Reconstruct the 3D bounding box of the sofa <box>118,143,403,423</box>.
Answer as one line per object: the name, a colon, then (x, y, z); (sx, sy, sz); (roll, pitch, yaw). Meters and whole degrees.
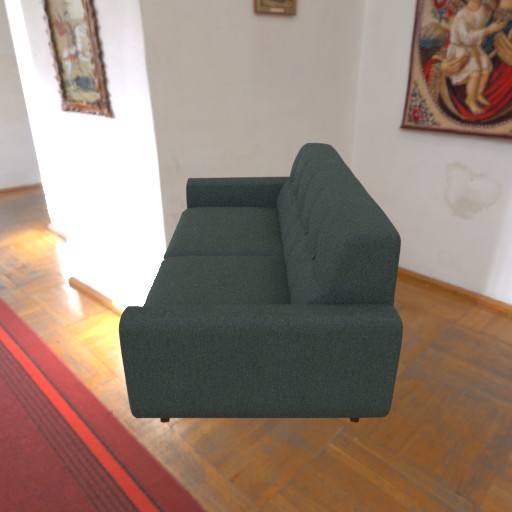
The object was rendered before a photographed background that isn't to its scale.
sofa: (0.000, 0.000, 2.141); (0.909, 0.841, 1.631); (0, 25, 0)
